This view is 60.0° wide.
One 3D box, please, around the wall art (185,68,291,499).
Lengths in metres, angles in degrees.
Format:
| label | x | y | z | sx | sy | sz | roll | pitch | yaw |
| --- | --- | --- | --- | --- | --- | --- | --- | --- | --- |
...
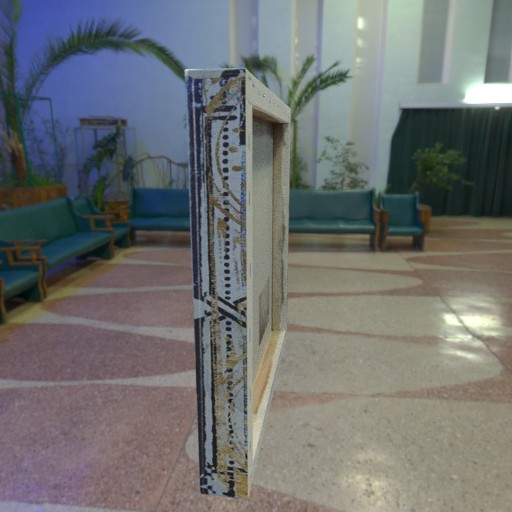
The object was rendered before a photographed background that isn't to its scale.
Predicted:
| label | x | y | z | sx | sy | sz | roll | pitch | yaw |
| --- | --- | --- | --- | --- | --- | --- | --- | --- | --- |
| wall art | 0.000 | 0.000 | 0.446 | 0.038 | 0.306 | 0.302 | 2 | 14 | 9 |
